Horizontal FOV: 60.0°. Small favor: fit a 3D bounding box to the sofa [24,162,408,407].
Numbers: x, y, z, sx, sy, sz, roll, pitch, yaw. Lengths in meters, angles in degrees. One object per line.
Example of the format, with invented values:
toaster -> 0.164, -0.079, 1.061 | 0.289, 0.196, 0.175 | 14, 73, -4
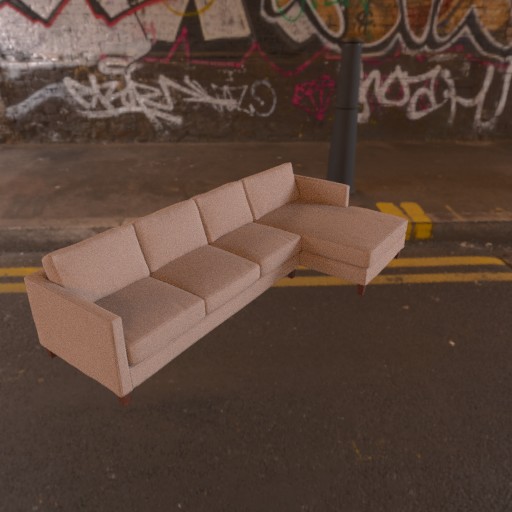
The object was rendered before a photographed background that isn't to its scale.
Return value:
sofa -> 0.000, 0.000, 3.835 | 1.625, 0.861, 3.186 | 18, 32, 31
